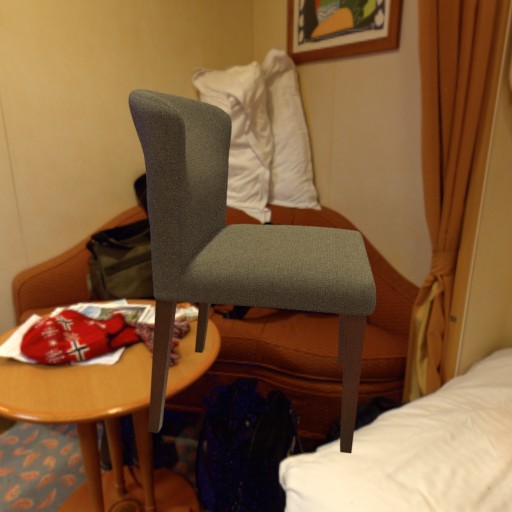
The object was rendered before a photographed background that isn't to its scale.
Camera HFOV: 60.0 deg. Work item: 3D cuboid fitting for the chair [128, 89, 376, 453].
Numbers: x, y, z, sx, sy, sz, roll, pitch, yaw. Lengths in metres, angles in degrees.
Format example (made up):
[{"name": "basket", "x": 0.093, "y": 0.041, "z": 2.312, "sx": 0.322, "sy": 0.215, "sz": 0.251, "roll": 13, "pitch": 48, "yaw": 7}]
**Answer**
[{"name": "chair", "x": 0.000, "y": 0.000, "z": 1.188, "sx": 0.589, "sy": 0.839, "sz": 0.491, "roll": 3, "pitch": 17, "yaw": 9}]
